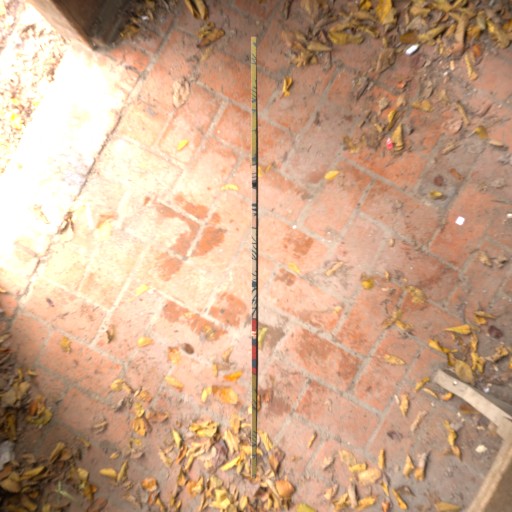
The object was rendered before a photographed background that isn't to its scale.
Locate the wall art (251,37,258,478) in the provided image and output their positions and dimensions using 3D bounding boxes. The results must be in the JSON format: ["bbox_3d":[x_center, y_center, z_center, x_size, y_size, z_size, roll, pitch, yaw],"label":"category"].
[{"bbox_3d":[0.000,0.000,1.819,0.013,1.218,1.206,0,91,1],"label":"wall art"}]
